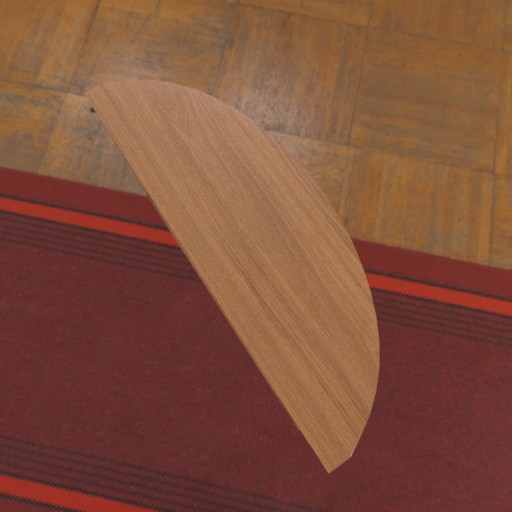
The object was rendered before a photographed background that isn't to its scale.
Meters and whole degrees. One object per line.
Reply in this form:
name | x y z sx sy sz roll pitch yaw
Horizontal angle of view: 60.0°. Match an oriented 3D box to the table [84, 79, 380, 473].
table | 0.000 0.000 1.500 0.394 0.692 1.198 -32 77 -8
